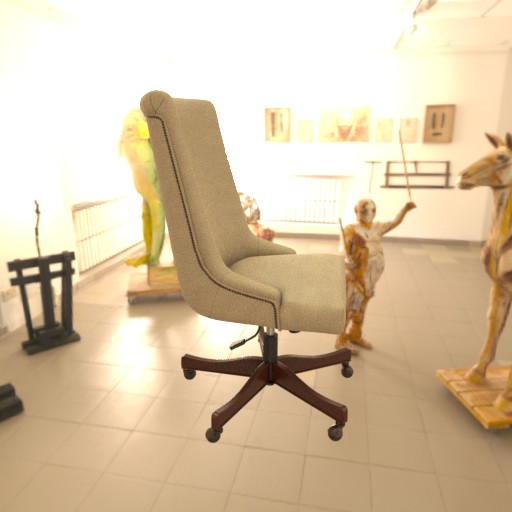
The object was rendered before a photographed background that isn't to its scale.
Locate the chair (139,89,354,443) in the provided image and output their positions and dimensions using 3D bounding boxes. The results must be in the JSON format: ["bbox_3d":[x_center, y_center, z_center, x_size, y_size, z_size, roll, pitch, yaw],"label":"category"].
[{"bbox_3d":[0.000,0.000,1.467,0.696,1.010,0.645,3,16,11],"label":"chair"}]
